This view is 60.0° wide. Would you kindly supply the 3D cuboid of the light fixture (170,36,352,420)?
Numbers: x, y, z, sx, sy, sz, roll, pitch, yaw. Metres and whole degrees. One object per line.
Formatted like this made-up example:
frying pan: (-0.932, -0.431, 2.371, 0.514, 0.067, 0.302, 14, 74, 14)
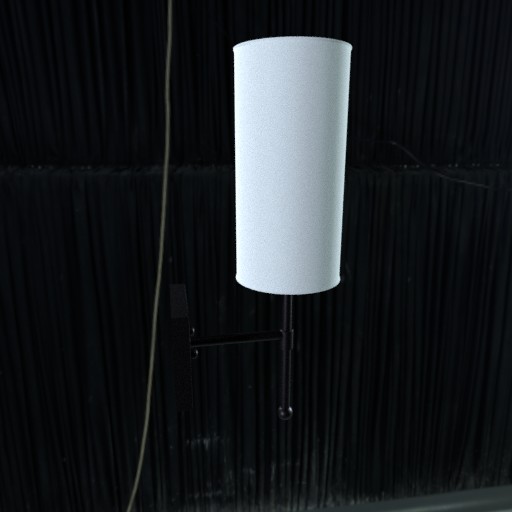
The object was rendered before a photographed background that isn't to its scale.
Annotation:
light fixture: (0.000, 0.000, 0.535, 0.208, 0.462, 0.128, -3, 15, -11)
